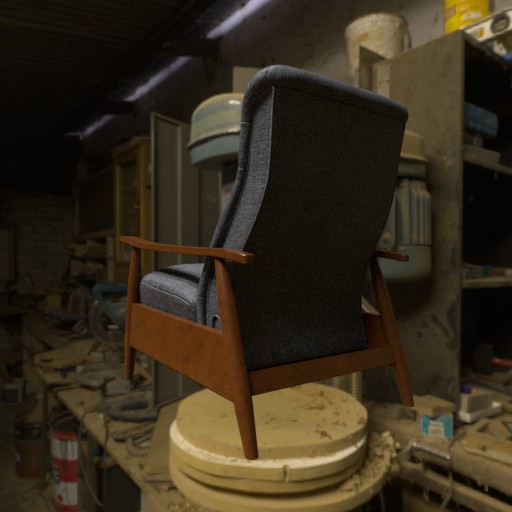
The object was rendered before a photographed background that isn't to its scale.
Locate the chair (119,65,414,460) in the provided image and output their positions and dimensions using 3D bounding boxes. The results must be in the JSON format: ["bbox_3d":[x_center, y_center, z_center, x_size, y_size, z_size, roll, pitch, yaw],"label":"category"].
[{"bbox_3d":[0.000,0.000,1.775,0.762,1.082,1.030,0,0,-36],"label":"chair"}]
